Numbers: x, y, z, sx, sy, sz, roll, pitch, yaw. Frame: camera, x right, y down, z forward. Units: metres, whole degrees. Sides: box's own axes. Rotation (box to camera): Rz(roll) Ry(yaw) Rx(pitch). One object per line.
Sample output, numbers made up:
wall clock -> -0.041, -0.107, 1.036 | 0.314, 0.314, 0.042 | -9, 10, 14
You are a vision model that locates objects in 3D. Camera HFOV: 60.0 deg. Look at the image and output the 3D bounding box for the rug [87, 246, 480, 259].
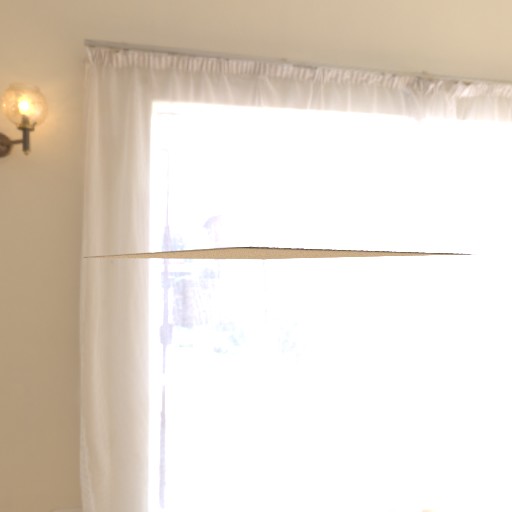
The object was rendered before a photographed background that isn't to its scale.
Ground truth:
rug -> 0.000, 0.000, 4.393 | 2.464, 0.010, 3.327 | 1, -2, -36
